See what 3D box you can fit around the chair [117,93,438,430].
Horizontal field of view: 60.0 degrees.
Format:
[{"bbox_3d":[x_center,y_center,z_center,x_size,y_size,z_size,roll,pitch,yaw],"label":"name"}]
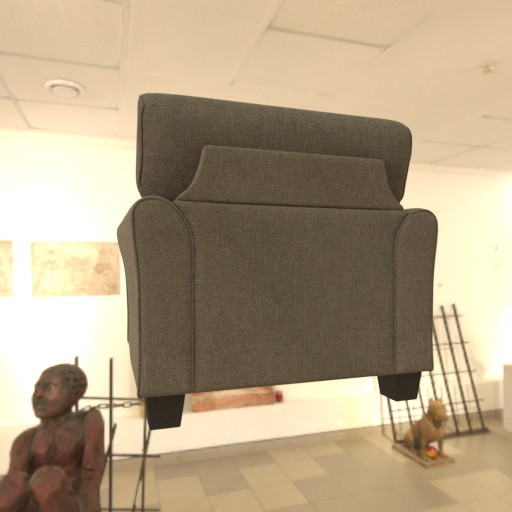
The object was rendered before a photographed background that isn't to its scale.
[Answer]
[{"bbox_3d":[0.000,0.000,1.586,0.941,0.890,0.816,0,-1,-18],"label":"chair"}]
